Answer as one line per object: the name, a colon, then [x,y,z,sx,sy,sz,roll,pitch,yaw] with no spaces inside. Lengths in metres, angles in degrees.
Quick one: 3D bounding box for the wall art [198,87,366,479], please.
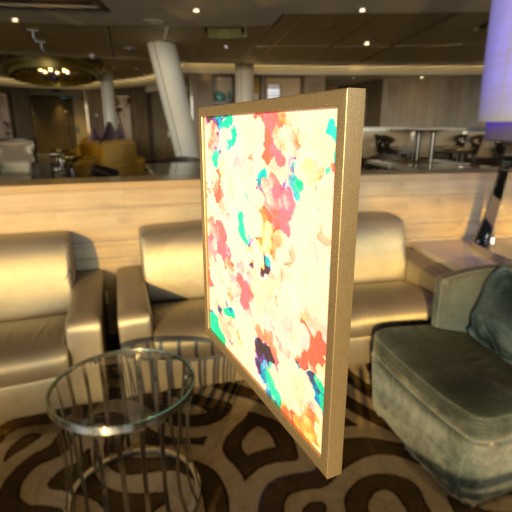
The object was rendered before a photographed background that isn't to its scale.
wall art: [0.000,0.000,1.158,0.036,0.765,0.767,-7,18,-24]
